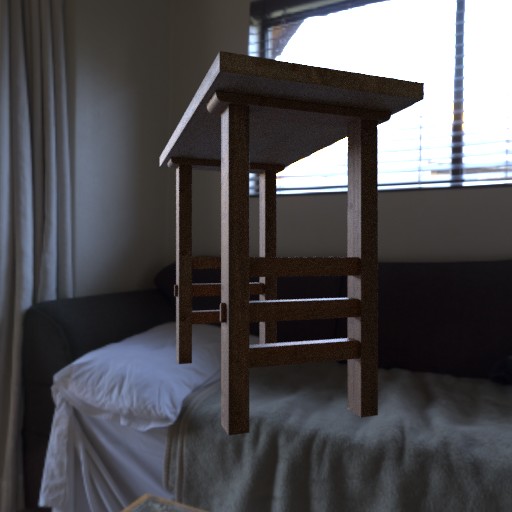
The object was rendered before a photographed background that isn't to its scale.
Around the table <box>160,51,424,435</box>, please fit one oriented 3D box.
[{"bbox_3d":[0.000,0.000,1.607,0.556,0.914,1.119,0,0,-19],"label":"table"}]
